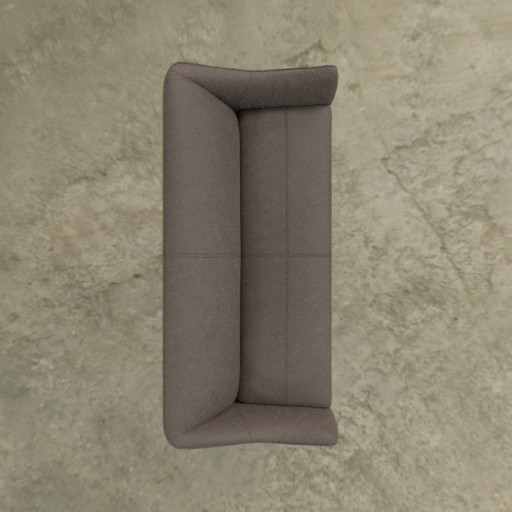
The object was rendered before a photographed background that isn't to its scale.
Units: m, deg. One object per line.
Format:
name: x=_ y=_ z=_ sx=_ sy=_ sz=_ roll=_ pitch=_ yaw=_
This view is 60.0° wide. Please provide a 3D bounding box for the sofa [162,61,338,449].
sofa: x=0.000 y=0.000 z=2.420 sx=0.869 sy=0.831 sz=1.928 roll=0 pitch=90 yaw=-1
